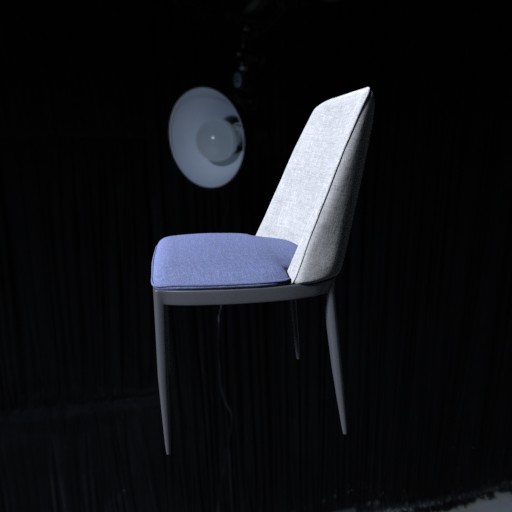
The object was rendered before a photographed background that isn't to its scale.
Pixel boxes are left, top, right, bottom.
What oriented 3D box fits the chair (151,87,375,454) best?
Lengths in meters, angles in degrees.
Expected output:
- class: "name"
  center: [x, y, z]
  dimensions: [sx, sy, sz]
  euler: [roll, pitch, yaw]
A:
- class: "chair"
  center: [0.000, 0.000, 1.204]
  dimensions: [0.550, 0.855, 0.488]
  euler: [-3, 13, -11]
